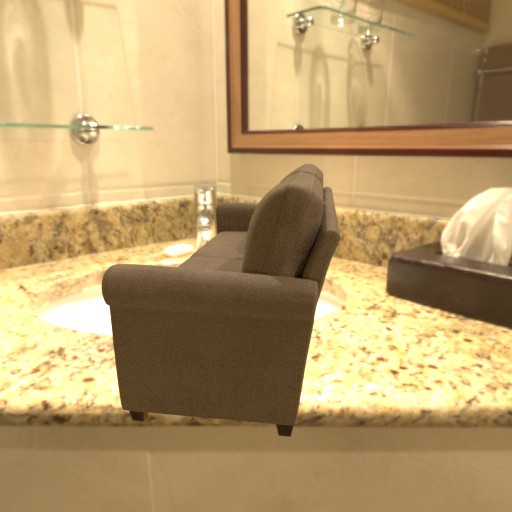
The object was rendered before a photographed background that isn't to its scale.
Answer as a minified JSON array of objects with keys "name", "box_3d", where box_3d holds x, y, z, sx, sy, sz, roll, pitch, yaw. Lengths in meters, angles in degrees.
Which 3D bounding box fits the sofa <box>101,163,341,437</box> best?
[{"name":"sofa","box_3d":[0.000,0.000,2.466,0.842,0.942,1.935,2,14,8]}]
